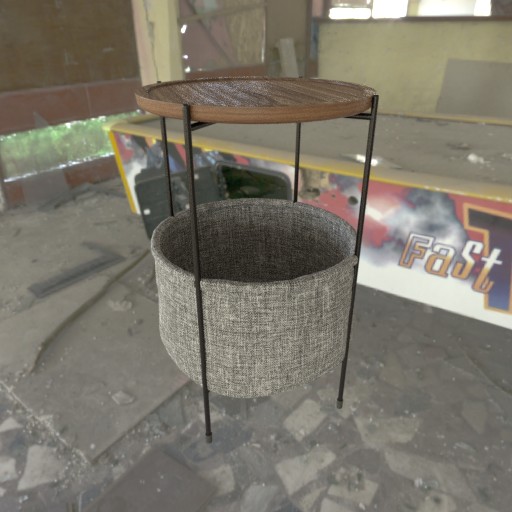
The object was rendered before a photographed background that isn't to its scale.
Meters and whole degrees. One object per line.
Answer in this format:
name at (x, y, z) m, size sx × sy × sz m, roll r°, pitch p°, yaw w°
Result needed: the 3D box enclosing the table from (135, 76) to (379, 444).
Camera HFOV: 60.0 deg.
table at (0.000, 0.000, 0.870) m, size 0.400 × 0.623 × 0.400 m, roll -8°, pitch 28°, yaw -16°
